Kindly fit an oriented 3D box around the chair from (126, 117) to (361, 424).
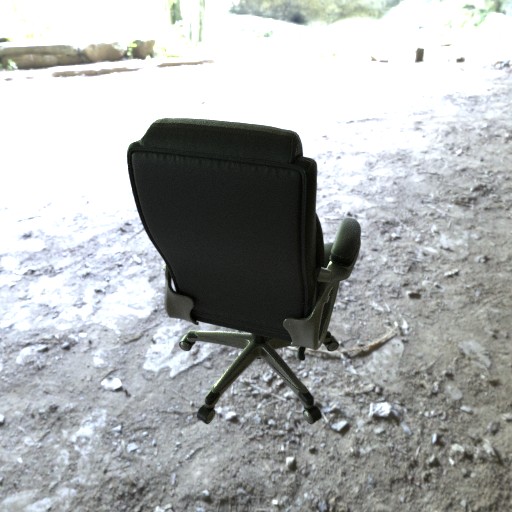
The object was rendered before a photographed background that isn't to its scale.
[{"bbox_3d":[0.000,0.000,1.669,0.741,1.167,0.784,10,34,15],"label":"chair"}]
